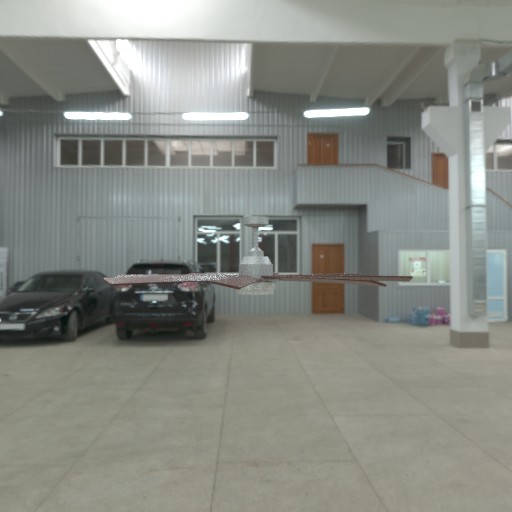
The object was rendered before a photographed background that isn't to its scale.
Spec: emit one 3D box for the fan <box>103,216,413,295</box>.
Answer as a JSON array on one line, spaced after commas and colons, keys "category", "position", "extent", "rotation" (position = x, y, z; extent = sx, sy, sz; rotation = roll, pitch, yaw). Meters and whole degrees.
[{"category": "fan", "position": [0.000, 0.000, 2.718], "extent": [1.830, 0.472, 1.830], "rotation": [1, -1, -37]}]
